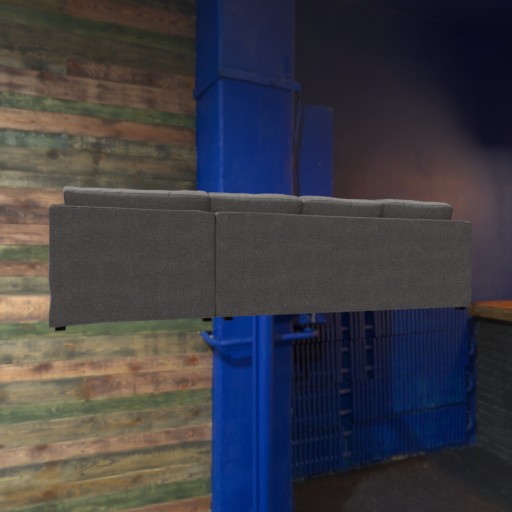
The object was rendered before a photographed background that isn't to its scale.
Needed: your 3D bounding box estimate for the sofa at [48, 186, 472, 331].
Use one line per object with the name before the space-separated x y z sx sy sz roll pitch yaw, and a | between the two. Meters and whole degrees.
sofa | 0.000 0.000 3.890 3.205 0.922 1.650 0 -1 -19
